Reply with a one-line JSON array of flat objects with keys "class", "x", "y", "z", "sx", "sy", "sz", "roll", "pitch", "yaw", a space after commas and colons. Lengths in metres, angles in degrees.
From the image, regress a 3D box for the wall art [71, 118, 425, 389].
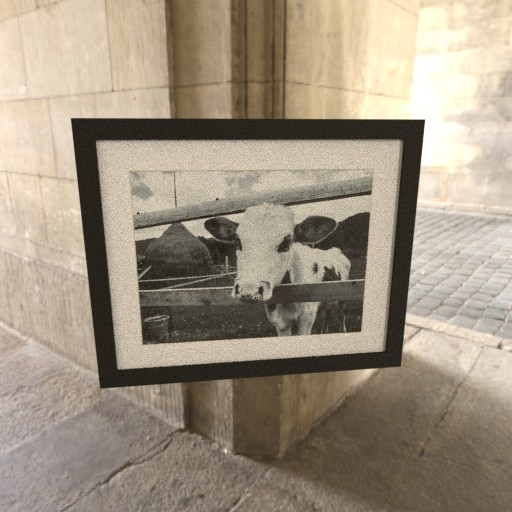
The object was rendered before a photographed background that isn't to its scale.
[{"class": "wall art", "x": 0.000, "y": 0.000, "z": 0.557, "sx": 0.404, "sy": 0.329, "sz": 0.024, "roll": -2, "pitch": 16, "yaw": -8}]
